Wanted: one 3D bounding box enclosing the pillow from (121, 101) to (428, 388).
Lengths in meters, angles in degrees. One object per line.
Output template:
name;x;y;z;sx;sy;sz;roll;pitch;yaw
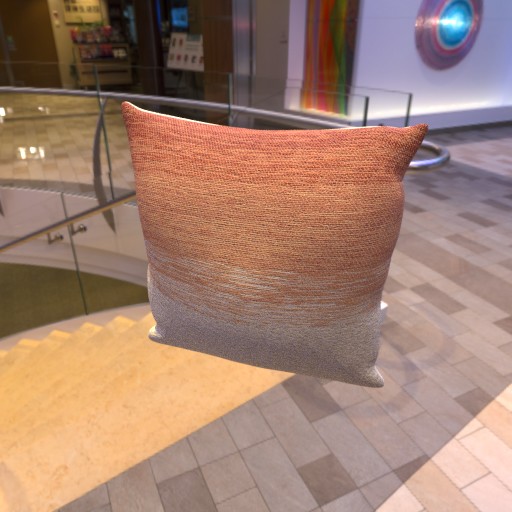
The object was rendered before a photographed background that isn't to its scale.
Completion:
pillow;0.000;0.000;0.691;0.440;0.441;0.182;9;28;16
